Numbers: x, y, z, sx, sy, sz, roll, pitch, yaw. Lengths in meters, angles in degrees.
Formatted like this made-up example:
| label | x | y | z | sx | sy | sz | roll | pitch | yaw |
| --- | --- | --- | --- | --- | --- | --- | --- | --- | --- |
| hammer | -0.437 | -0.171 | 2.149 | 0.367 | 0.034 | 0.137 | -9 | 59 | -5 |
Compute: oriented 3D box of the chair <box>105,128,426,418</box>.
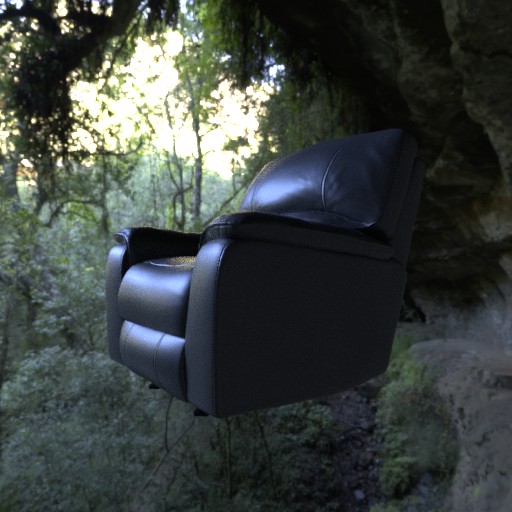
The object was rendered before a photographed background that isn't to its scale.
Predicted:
| label | x | y | z | sx | sy | sz | roll | pitch | yaw |
| --- | --- | --- | --- | --- | --- | --- | --- | --- | --- |
| chair | 0.000 | 0.000 | 1.951 | 1.087 | 1.109 | 1.096 | 0 | 0 | -36 |
